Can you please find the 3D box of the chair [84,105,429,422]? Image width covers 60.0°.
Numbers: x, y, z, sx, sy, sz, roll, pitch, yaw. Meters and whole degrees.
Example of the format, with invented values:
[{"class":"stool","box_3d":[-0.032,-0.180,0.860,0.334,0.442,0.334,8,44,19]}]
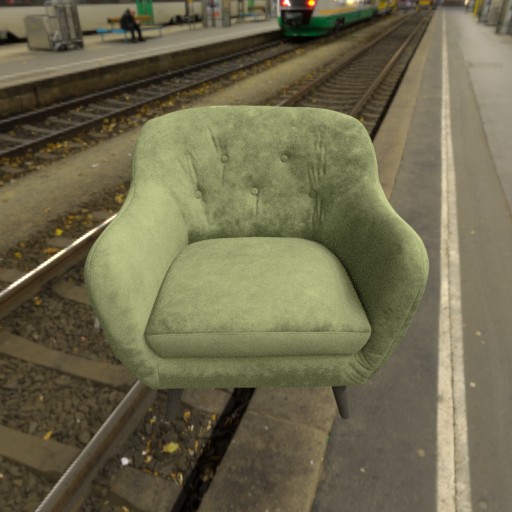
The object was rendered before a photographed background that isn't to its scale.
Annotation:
[{"class":"chair","box_3d":[0.000,0.000,1.453,0.840,0.804,0.819,-1,30,-1]}]
